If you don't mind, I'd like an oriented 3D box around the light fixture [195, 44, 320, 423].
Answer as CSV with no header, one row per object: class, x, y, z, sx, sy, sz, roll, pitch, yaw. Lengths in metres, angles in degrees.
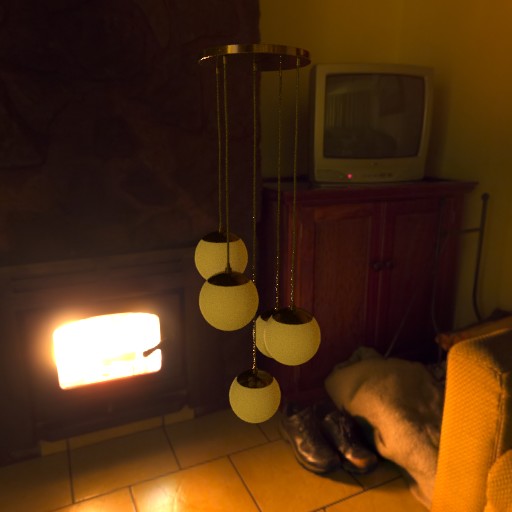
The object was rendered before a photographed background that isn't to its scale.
light fixture,0.000,0.000,1.520,0.489,1.271,0.484,14,20,43
